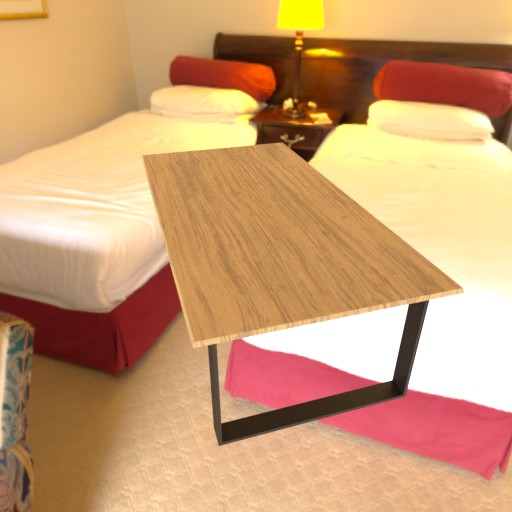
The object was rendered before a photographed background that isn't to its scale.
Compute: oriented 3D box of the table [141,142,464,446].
[{"bbox_3d":[0.000,0.000,1.689,0.693,0.445,1.331,-9,32,-15],"label":"table"}]
